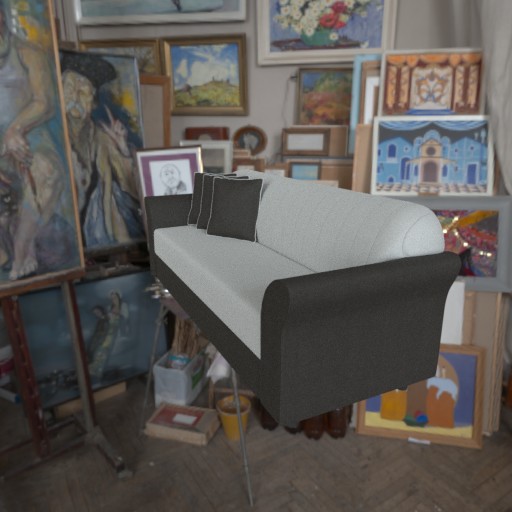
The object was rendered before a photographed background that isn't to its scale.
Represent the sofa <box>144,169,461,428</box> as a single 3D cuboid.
[{"bbox_3d":[0.000,0.000,2.426,0.755,0.787,2.001,-8,18,-25],"label":"sofa"}]
